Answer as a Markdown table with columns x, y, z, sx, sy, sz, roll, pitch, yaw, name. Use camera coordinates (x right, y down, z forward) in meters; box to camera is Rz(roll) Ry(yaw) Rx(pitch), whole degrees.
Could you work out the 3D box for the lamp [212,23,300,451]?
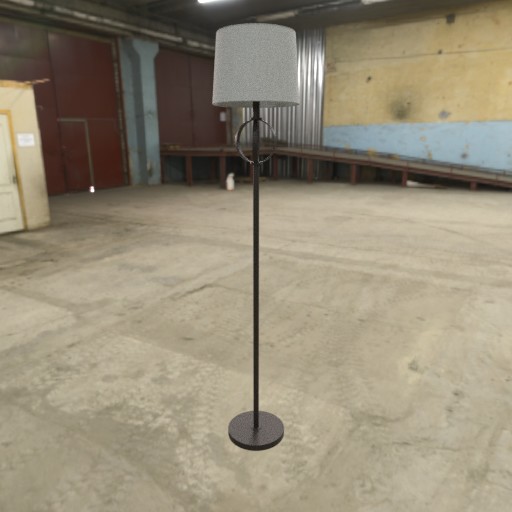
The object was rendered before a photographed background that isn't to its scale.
| x | y | z | sx | sy | sz | roll | pitch | yaw | name |
| --- | --- | --- | --- | --- | --- | --- | --- | --- | --- |
| 0.000 | 0.000 | 1.594 | 0.286 | 1.462 | 0.286 | -8 | 17 | -27 | lamp |
